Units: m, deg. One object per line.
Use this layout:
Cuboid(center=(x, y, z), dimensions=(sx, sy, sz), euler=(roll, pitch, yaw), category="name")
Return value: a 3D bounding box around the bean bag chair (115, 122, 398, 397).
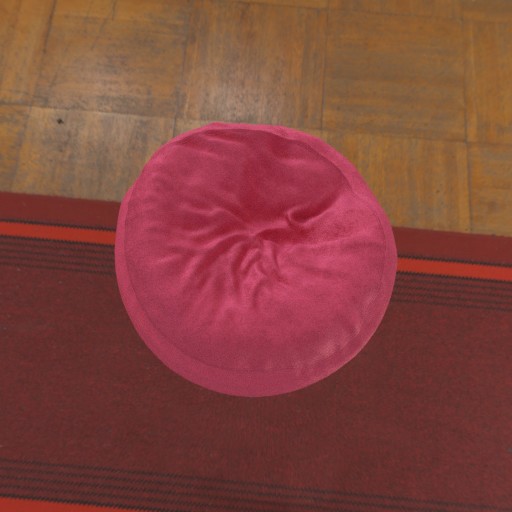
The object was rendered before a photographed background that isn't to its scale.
Cuboid(center=(0.000, 0.000, 1.983), dimensions=(1.218, 0.788, 1.218), euler=(0, 75, 0), category="bean bag chair")
